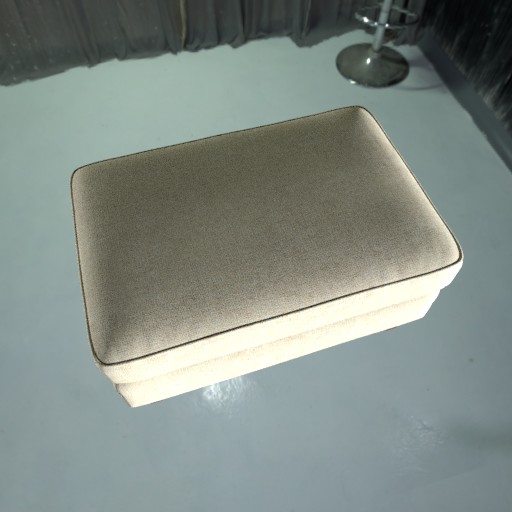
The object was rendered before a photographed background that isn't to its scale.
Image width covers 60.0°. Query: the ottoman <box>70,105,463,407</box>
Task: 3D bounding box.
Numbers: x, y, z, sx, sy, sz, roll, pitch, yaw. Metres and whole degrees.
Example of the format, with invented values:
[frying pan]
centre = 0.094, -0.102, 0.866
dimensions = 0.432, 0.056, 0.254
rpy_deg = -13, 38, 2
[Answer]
[ottoman]
centre = 0.000, 0.000, 1.250
dimensions = 0.862, 0.484, 0.583
rpy_deg = -15, 59, -9
